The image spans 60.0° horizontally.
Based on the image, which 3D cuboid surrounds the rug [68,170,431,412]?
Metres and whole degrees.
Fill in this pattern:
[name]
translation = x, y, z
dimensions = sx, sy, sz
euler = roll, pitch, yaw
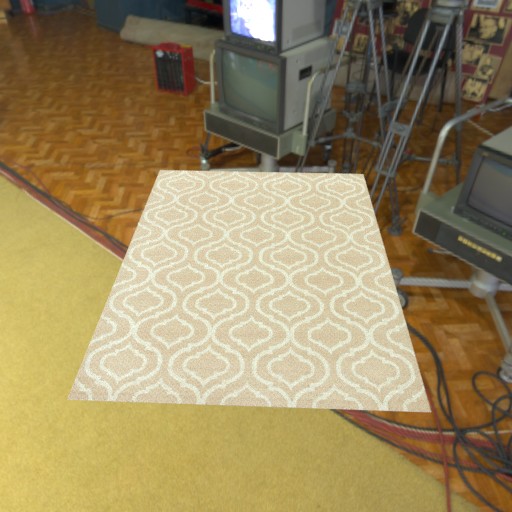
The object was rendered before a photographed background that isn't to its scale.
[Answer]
[rug]
translation = 0.000, 0.000, 3.879
dimensions = 2.286, 0.013, 2.894
euler = 1, 41, 2
